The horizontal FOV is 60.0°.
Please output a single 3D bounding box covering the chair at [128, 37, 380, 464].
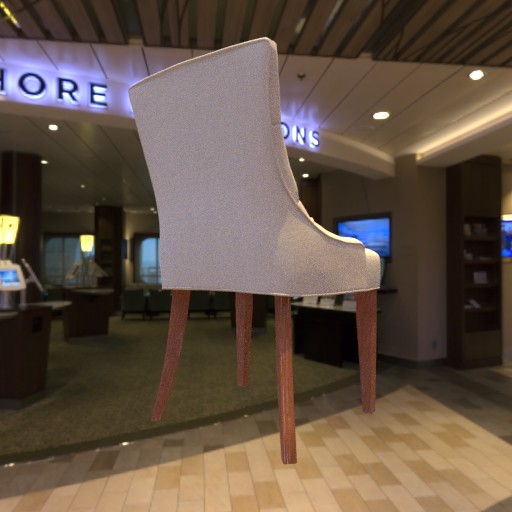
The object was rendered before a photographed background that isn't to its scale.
[{"bbox_3d":[0.000,0.000,1.196,0.509,0.874,0.565,0,-1,37],"label":"chair"}]
